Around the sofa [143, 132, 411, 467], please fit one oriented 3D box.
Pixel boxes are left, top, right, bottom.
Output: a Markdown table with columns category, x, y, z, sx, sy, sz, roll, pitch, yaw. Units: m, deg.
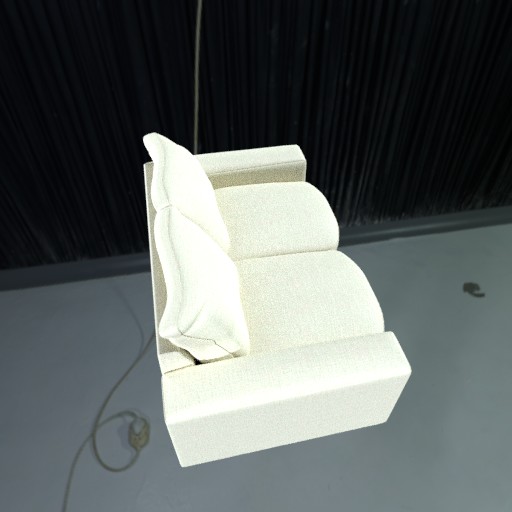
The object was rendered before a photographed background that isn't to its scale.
| category | x | y | z | sx | sy | sz | roll | pitch | yaw |
| --- | --- | --- | --- | --- | --- | --- | --- | --- | --- |
| sofa | 0.000 | 0.000 | 2.427 | 1.091 | 0.875 | 1.754 | -9 | 47 | -8 |
